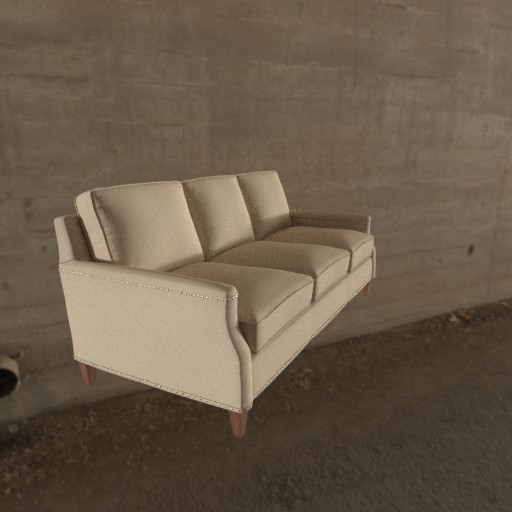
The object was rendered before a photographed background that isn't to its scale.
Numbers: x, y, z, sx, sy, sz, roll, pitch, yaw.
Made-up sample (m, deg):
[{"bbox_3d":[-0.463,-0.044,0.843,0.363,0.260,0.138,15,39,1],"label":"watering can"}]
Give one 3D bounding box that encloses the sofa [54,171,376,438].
[{"bbox_3d":[0.000,0.000,2.882,1.084,1.003,2.246,7,15,27],"label":"sofa"}]
